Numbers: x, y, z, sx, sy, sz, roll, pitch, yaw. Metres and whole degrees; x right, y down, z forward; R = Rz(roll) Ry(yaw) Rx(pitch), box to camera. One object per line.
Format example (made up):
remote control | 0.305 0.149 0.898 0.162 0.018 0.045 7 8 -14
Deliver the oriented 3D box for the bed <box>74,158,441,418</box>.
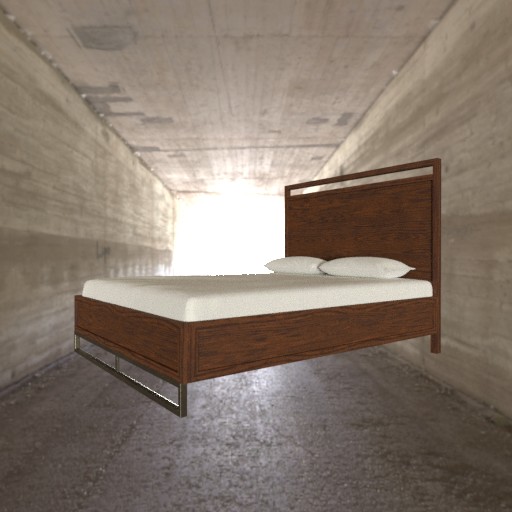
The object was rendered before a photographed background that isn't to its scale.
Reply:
bed | 0.000 0.000 3.416 2.218 1.487 1.765 0 0 -37
